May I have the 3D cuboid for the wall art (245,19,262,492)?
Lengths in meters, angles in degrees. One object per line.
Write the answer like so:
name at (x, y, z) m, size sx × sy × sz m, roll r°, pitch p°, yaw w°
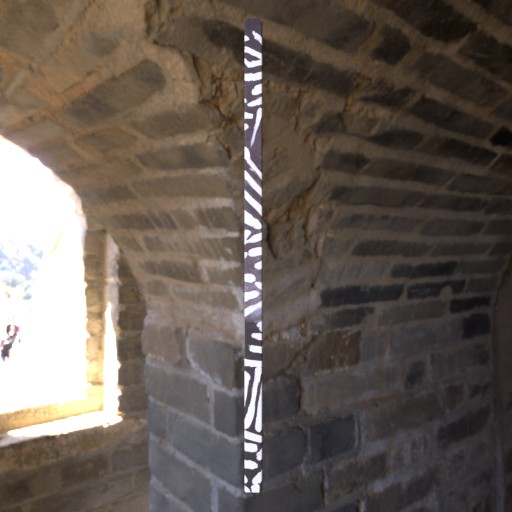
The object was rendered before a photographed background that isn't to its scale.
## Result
wall art at (0.000, 0.000, 1.331) m, size 0.038 × 1.017 × 0.765 m, roll 0°, pitch 0°, yaw 1°
